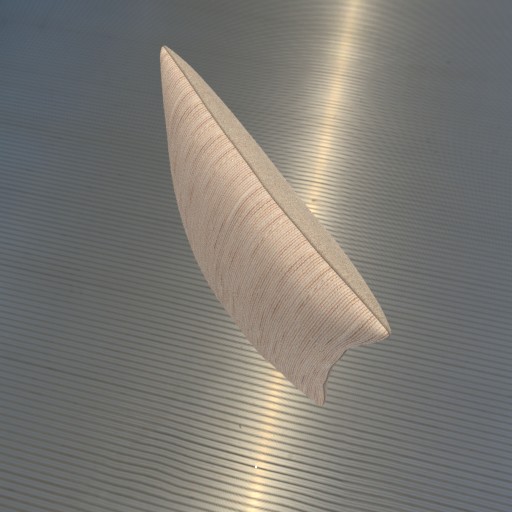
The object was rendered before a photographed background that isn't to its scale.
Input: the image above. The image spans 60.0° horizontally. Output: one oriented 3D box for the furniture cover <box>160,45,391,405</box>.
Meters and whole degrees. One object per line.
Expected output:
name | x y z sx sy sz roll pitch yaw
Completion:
furniture cover | 0.000 0.000 0.769 0.178 0.506 0.512 -30 68 -13
